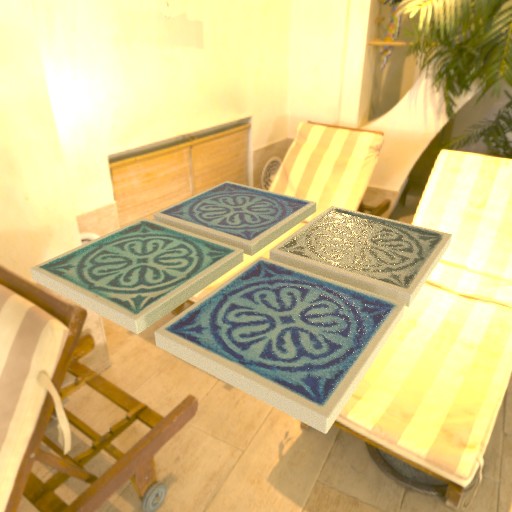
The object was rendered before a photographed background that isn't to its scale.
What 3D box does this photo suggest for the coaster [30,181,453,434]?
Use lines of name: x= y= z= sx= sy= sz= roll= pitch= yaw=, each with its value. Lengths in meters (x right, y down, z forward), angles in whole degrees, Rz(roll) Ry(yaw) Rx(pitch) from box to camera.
coaster: x=0.000 y=0.000 z=0.319 sx=0.219 sy=0.010 sz=0.214 roll=18 pitch=34 yaw=30
